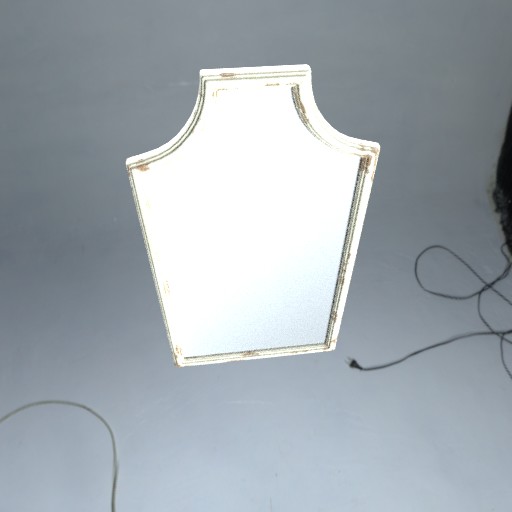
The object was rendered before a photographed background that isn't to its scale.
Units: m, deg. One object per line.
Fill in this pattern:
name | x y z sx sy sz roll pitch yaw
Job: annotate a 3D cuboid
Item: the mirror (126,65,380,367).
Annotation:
mirror | 0.000 0.000 0.859 0.403 0.717 0.022 -5 45 -5
